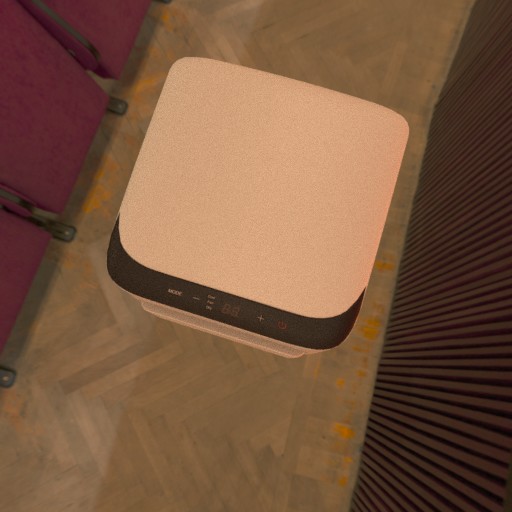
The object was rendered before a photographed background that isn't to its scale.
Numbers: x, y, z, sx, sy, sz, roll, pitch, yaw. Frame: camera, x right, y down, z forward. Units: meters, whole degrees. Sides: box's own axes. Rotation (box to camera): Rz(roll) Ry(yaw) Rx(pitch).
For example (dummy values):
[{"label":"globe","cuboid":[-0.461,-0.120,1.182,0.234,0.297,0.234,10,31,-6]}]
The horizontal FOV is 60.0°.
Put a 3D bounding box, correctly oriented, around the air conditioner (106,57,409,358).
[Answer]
[{"label":"air conditioner","cuboid":[0.000,0.000,0.926,0.352,0.716,0.369,17,77,4]}]
